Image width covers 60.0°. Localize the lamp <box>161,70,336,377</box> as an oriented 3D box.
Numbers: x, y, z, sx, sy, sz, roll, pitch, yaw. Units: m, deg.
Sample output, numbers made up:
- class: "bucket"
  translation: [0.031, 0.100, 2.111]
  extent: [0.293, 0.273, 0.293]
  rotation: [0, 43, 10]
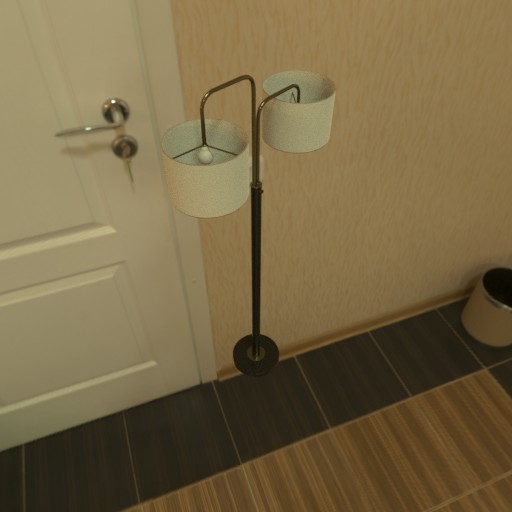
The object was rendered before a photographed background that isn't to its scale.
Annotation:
- class: "lamp"
  translation: [0.000, 0.000, 1.875]
  extent: [0.254, 1.587, 0.711]
  rotation: [31, 53, 27]
